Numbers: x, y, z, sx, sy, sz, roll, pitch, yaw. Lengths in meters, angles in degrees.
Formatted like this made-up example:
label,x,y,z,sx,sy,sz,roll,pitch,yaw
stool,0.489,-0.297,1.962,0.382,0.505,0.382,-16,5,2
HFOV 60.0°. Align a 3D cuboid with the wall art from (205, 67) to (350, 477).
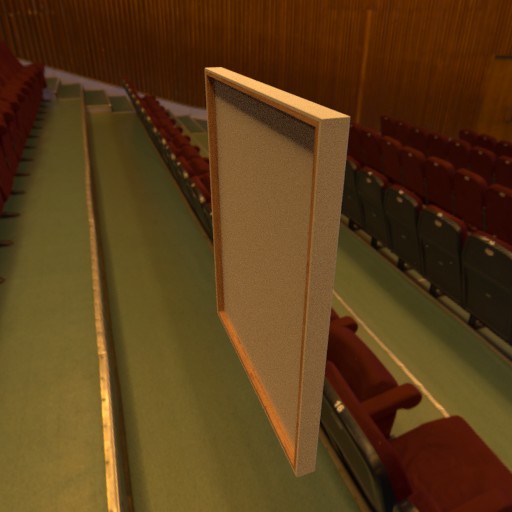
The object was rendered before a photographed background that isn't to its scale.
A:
label,x,y,z,sx,sy,sz,roll,pitch,yaw
wall art,0.000,0.000,0.834,0.037,0.606,0.508,-10,31,-18
